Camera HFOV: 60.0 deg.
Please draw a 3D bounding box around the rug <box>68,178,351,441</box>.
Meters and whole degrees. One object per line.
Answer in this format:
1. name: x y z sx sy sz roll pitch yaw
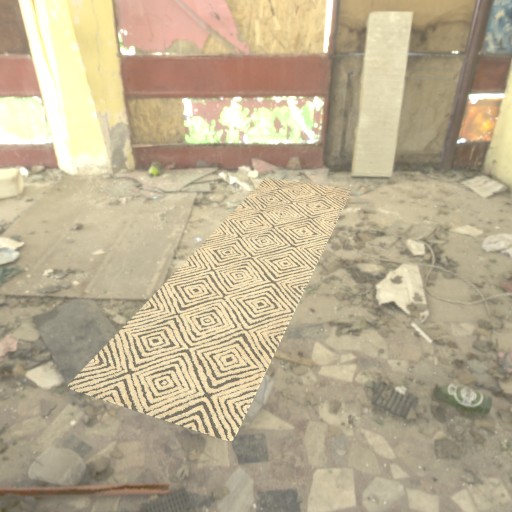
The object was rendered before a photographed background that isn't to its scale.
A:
1. rug: 0.000 0.000 2.476 0.676 0.008 2.277 11 33 17
